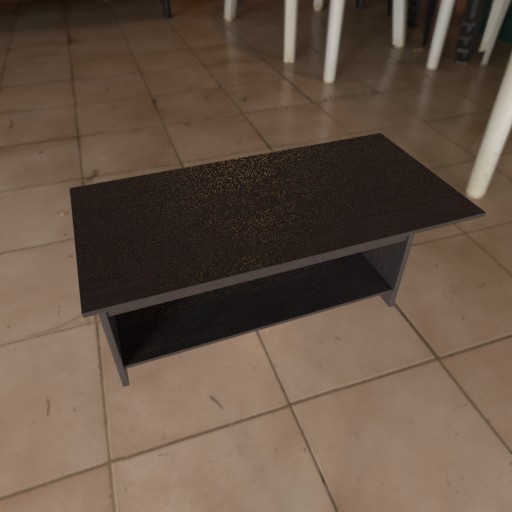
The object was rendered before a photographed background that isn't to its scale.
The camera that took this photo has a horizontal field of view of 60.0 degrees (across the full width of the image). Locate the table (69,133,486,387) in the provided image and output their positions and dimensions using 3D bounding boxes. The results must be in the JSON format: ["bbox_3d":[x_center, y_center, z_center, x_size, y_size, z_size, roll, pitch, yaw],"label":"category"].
[{"bbox_3d":[0.000,0.000,1.446,1.000,0.570,0.712,-14,43,-15],"label":"table"}]
